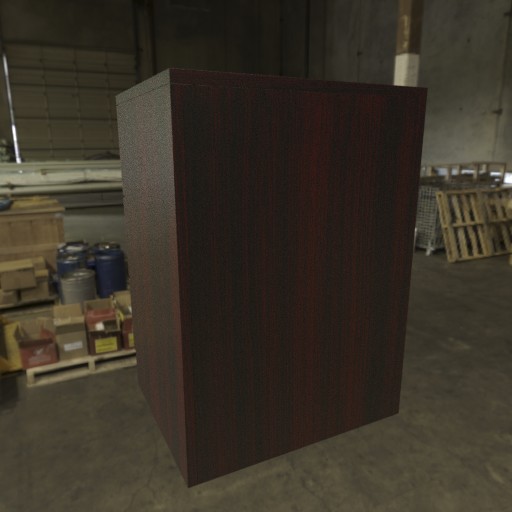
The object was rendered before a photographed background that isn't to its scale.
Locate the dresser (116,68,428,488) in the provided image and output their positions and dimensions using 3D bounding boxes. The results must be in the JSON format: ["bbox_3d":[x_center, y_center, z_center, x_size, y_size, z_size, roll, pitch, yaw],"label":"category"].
[{"bbox_3d":[0.000,0.000,0.806,0.400,0.560,0.360,-7,16,-26],"label":"dresser"}]
